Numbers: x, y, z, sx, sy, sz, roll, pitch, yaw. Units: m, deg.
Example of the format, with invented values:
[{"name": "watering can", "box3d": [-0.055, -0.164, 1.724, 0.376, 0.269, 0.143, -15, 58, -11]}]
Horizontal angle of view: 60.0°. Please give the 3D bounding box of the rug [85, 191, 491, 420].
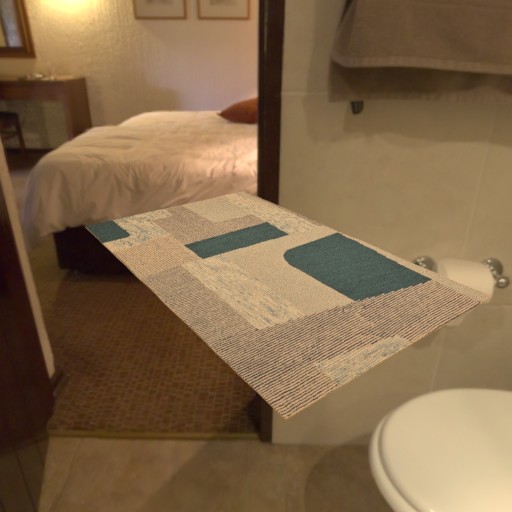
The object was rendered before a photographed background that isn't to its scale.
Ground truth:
[{"name": "rug", "box3d": [0.000, 0.000, 2.982, 1.521, 0.015, 2.436, -18, 31, -32]}]
